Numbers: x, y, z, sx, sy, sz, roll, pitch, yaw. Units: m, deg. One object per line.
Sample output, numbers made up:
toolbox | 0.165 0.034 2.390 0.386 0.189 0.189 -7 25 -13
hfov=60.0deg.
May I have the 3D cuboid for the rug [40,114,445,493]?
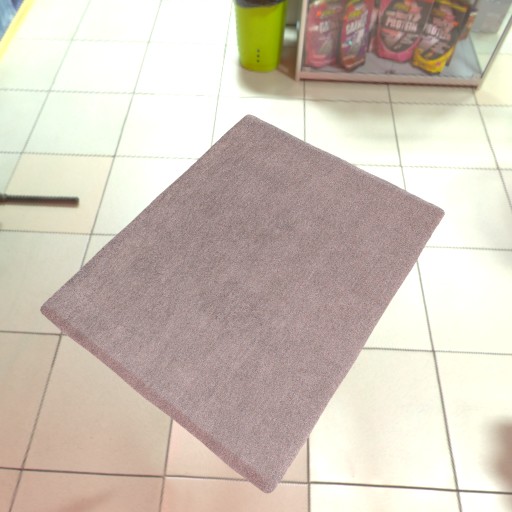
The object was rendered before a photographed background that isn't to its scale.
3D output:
rug | 0.000 0.000 3.879 2.332 0.027 2.933 31 63 18
